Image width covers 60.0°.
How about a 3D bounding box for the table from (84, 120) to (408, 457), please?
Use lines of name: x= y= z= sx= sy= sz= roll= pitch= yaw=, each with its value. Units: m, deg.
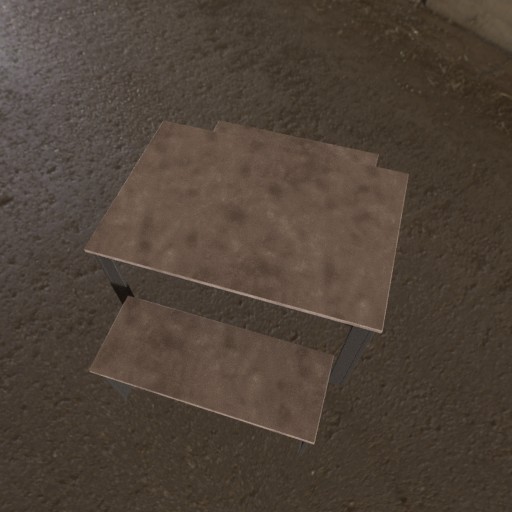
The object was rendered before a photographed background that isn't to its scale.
table: x=0.000 y=0.000 z=2.031 sx=1.100 sy=0.700 sz=1.443 roll=15 pitch=59 yaw=9
